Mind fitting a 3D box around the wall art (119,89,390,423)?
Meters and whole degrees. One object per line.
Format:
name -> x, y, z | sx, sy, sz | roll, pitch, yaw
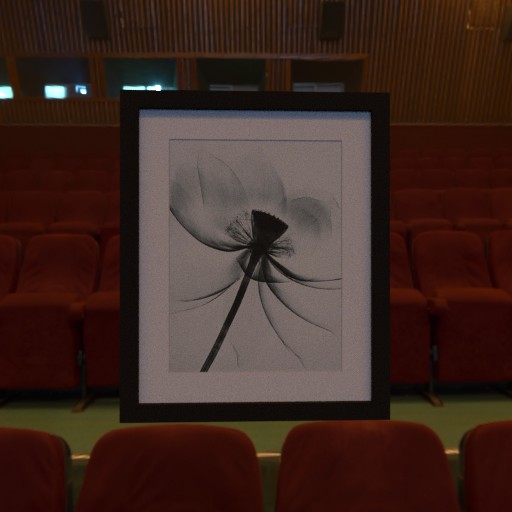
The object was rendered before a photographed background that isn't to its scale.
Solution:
wall art -> 0.000, 0.000, 0.763 | 0.457, 0.559, 0.029 | 0, 0, -2
